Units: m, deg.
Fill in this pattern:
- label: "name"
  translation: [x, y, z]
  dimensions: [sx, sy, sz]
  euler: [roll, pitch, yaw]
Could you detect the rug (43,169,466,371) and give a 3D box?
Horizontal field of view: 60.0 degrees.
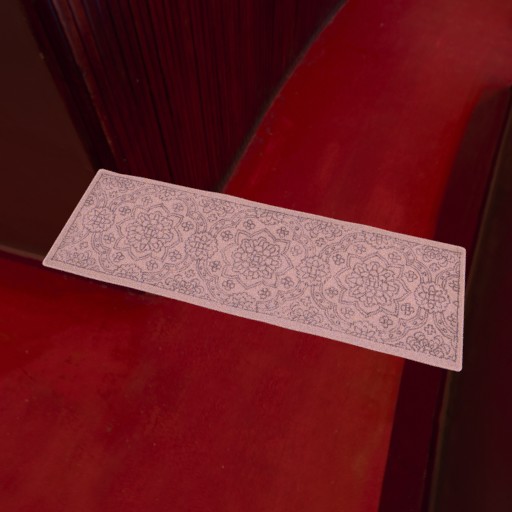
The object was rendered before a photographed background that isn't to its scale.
- label: "rug"
  translation: [0.000, 0.000, 2.668]
  dimensions: [2.431, 0.006, 0.806]
  euler: [13, 59, 8]
